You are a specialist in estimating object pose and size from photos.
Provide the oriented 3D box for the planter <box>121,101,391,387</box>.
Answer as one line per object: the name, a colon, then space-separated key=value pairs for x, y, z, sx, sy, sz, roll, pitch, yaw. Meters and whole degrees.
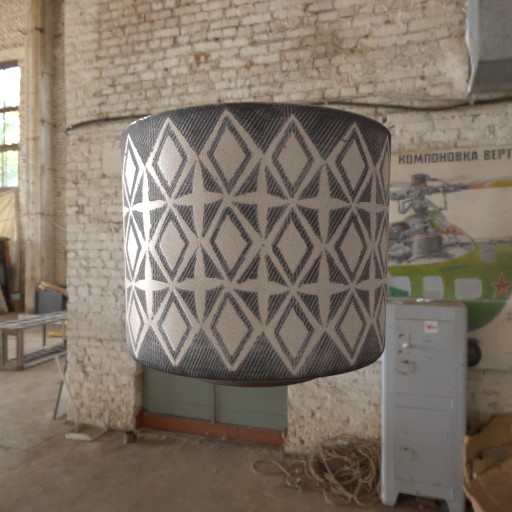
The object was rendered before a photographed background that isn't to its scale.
planter: x=0.000 y=0.000 z=0.330 sx=0.192 sy=0.165 sz=0.192 roll=0 pitch=0 yaw=0
